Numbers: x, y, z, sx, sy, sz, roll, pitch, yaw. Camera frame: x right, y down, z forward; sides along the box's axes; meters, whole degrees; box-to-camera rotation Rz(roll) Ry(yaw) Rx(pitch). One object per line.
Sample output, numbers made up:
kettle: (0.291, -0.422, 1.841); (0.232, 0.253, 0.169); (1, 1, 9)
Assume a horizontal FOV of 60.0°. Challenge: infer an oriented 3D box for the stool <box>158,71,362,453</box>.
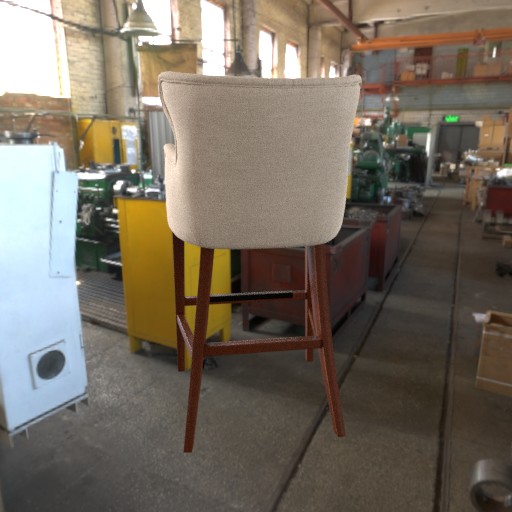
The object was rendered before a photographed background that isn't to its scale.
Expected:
stool: (0.000, 0.000, 1.384); (0.556, 1.034, 0.563); (-2, 15, -8)
